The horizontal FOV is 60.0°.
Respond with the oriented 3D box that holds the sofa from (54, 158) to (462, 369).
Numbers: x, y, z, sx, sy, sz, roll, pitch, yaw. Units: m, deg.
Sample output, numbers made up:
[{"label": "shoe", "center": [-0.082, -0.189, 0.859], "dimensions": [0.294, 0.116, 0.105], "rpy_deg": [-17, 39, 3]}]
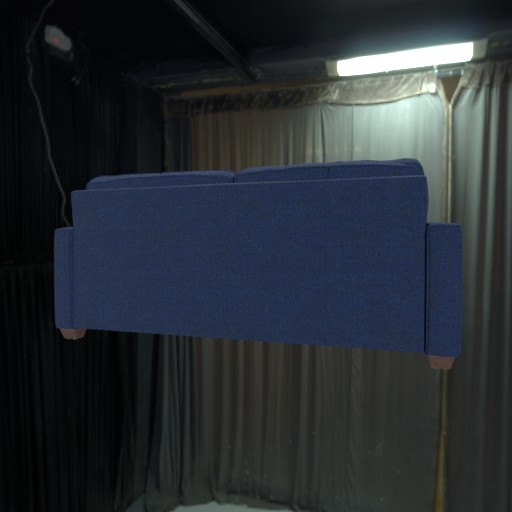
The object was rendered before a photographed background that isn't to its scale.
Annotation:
[{"label": "sofa", "center": [0.000, 0.000, 2.537], "dimensions": [2.080, 0.919, 0.940], "rpy_deg": [1, 2, 18]}]
